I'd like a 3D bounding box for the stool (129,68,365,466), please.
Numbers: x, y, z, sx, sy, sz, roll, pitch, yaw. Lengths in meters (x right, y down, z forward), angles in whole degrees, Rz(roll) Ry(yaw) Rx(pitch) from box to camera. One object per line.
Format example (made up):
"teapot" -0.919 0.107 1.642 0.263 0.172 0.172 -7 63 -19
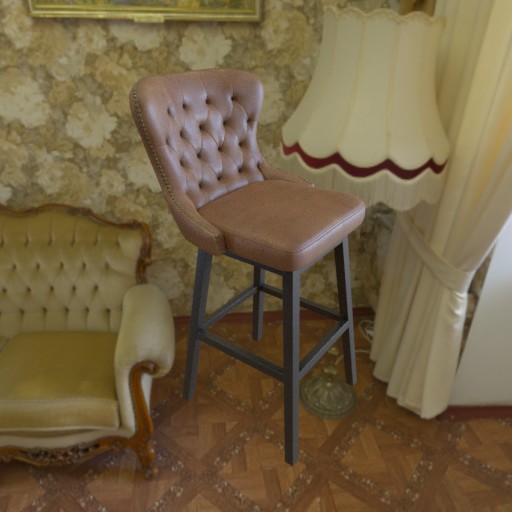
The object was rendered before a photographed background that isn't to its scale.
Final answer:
"stool" 0.000 0.000 1.396 0.601 1.050 0.528 19 33 32
